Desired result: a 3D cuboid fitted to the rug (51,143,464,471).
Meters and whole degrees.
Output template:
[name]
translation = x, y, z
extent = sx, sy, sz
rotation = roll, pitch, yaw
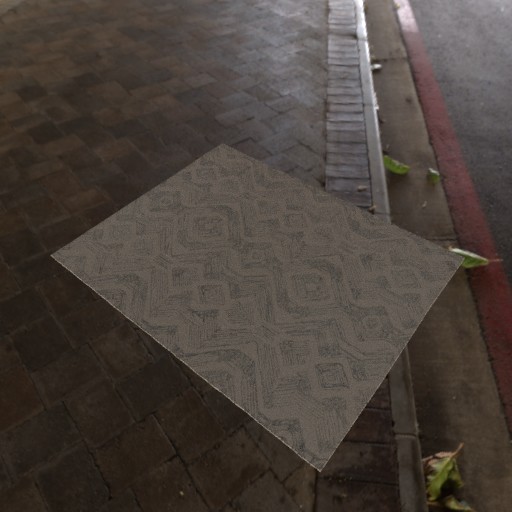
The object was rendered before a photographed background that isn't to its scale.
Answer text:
[rug]
translation = 0.000, 0.000, 4.146
extent = 3.054, 0.030, 2.430
rotation = 31, 54, 26
